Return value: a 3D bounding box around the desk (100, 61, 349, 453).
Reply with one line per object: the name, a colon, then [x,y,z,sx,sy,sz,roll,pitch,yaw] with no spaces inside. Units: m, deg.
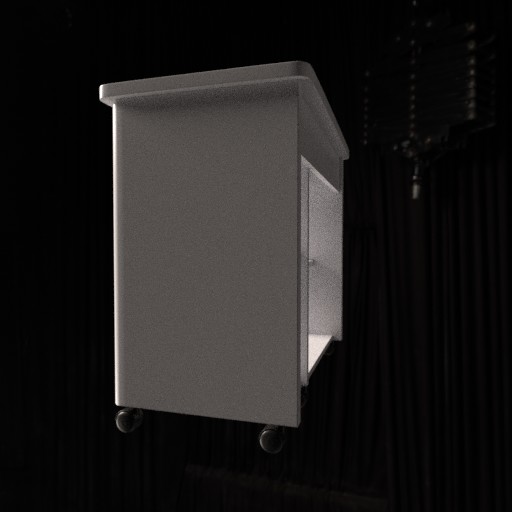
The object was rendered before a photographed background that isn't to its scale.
desk: [0.000,0.000,1.325,0.475,0.763,0.877,0,2,17]
